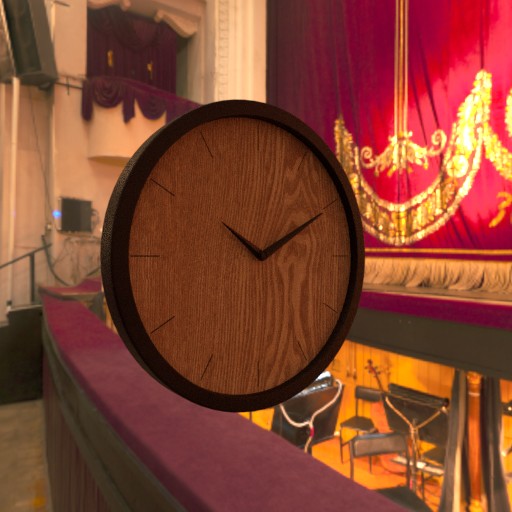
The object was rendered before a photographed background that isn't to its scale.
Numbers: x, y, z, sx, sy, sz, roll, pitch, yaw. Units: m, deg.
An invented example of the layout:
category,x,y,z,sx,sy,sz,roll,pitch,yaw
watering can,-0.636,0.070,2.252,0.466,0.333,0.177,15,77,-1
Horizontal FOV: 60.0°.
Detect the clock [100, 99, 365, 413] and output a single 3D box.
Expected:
category,x,y,z,sx,sy,sz,roll,pitch,yaw
clock,0.000,0.000,0.463,0.314,0.314,0.029,0,0,-36
